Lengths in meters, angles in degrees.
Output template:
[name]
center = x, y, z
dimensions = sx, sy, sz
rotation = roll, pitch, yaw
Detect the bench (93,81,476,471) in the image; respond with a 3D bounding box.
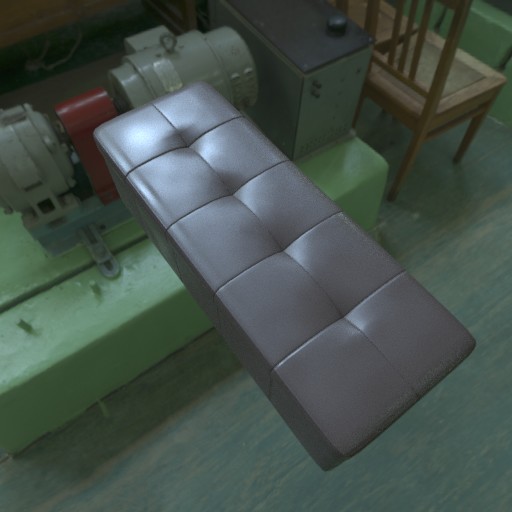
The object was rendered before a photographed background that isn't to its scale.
[bench]
center = 0.000, 0.000, 1.396
dimensions = 0.450, 0.417, 1.219
rotation = -32, 64, -18
